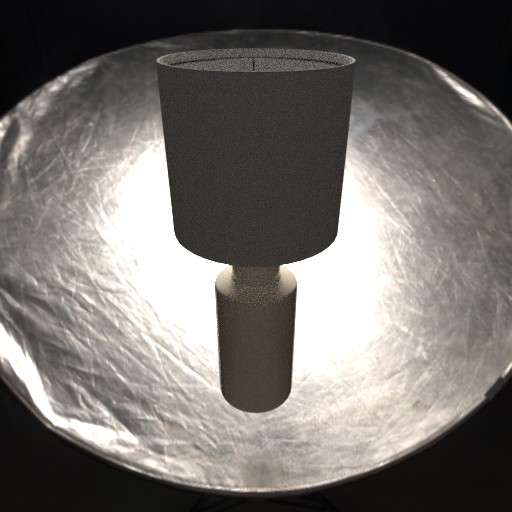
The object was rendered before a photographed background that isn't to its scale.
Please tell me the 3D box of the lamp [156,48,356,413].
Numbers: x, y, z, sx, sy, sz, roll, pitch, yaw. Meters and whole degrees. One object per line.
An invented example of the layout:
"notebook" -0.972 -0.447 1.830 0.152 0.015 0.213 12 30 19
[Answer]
"lamp" 0.000 0.000 0.601 0.212 0.493 0.212 -1 30 -2
